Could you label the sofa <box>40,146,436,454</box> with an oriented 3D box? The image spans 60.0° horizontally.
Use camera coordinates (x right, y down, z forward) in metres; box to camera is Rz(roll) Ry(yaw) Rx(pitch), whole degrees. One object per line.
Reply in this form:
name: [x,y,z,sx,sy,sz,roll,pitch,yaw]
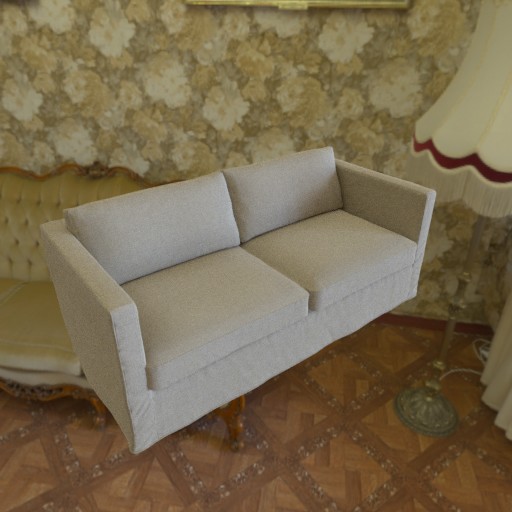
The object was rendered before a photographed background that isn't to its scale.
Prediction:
sofa: [0.000,0.000,2.482,1.987,0.847,0.956,-20,35,-32]
